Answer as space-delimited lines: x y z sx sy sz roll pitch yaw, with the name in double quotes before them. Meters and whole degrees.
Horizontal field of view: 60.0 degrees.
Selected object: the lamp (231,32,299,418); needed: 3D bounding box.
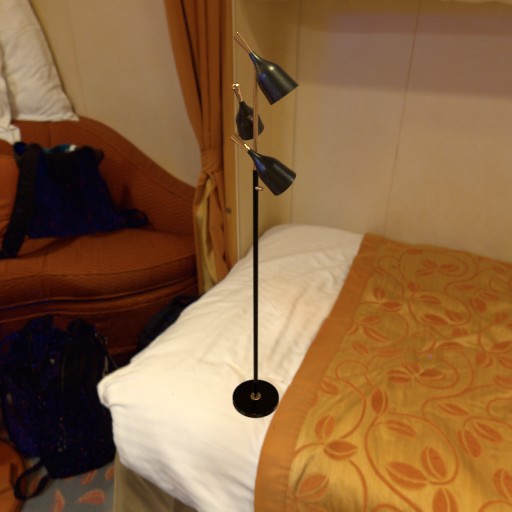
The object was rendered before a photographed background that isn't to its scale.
"lamp" 0.000 0.000 1.966 0.253 1.778 0.434 -10 30 -18
